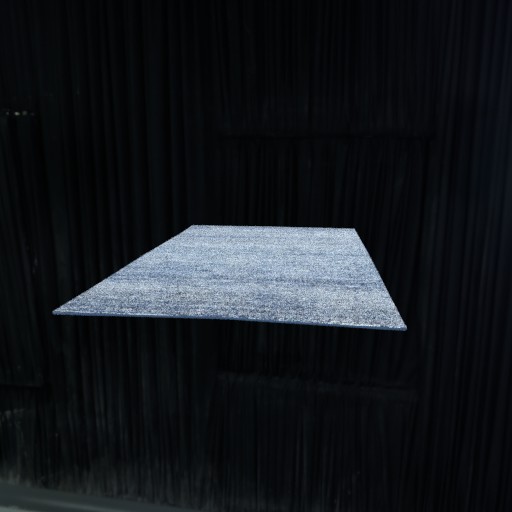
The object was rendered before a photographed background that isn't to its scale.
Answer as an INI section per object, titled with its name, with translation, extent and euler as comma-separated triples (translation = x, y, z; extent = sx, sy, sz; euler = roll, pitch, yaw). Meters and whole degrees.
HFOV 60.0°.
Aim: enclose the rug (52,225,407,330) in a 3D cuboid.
[rug]
translation = 0.000, 0.000, 2.284
extent = 1.159, 0.025, 1.793
euler = 2, 13, 7
